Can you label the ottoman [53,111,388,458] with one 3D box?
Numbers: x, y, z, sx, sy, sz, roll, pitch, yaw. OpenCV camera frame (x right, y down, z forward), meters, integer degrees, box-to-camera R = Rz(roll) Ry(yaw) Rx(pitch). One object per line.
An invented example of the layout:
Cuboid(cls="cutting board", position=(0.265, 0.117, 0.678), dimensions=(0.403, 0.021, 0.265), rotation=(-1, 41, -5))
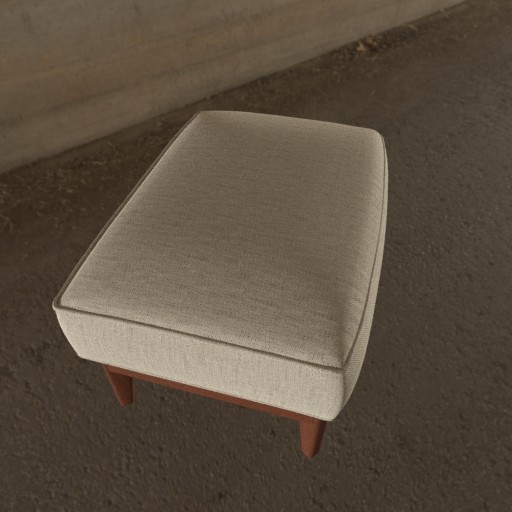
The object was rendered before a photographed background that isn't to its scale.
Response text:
Cuboid(cls="ottoman", position=(0.000, 0.000, 1.133), dimensions=(0.594, 0.465, 0.794), rotation=(11, 46, 11))
